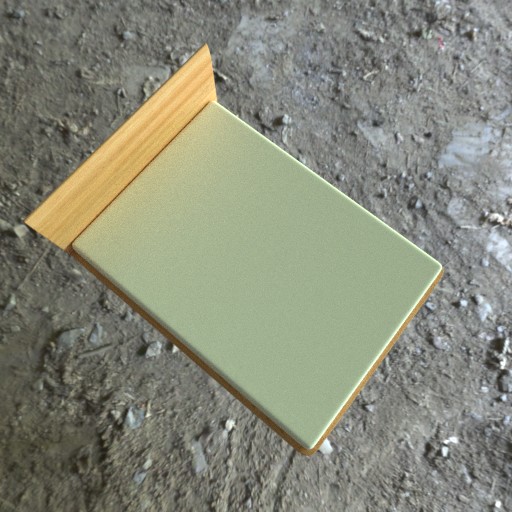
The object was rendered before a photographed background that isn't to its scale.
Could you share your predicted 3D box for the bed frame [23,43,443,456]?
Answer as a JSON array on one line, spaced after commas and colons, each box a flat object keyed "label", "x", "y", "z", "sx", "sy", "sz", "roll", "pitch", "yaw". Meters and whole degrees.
[{"label": "bed frame", "x": 0.000, "y": 0.000, "z": 2.780, "sx": 1.992, "sy": 0.940, "sz": 1.472, "roll": 38, "pitch": 77, "yaw": 10}]
